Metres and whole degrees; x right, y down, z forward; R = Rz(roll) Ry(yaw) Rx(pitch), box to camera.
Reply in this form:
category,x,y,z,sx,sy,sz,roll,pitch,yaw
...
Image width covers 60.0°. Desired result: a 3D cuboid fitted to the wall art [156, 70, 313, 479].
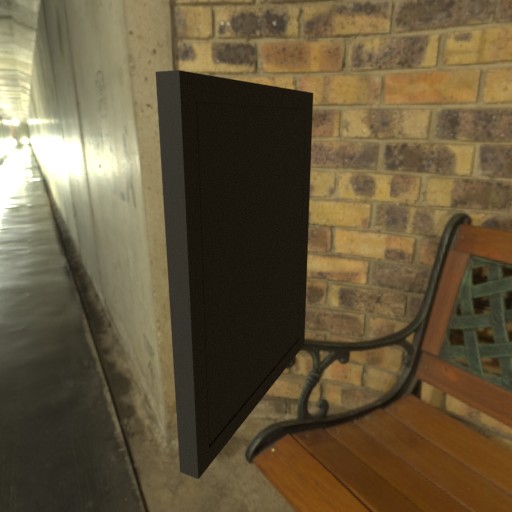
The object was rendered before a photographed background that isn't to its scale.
category,x,y,z,sx,sy,sz,roll,pitch,yaw
wall art,0.000,0.000,0.775,0.033,0.559,0.457,8,19,25
